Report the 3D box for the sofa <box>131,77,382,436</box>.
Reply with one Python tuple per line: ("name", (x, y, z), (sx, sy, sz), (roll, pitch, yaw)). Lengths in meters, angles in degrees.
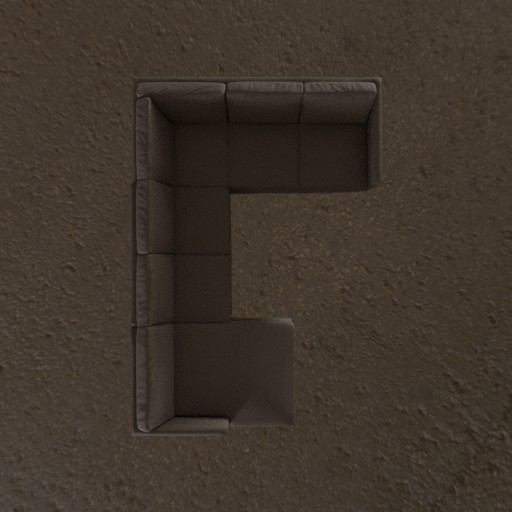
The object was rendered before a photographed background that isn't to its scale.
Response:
("sofa", (0.000, 0.000, 4.529), (2.476, 0.878, 3.528), (0, 90, 0))
